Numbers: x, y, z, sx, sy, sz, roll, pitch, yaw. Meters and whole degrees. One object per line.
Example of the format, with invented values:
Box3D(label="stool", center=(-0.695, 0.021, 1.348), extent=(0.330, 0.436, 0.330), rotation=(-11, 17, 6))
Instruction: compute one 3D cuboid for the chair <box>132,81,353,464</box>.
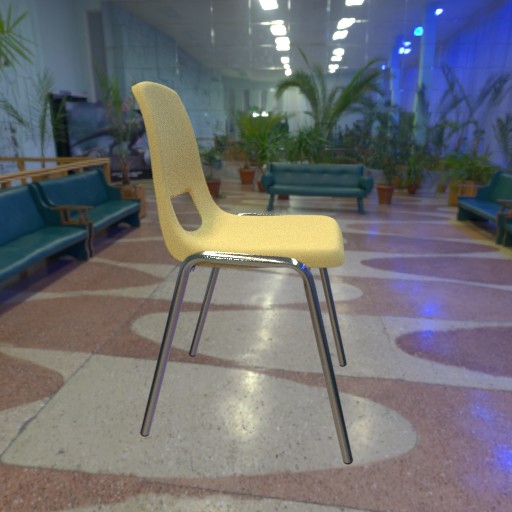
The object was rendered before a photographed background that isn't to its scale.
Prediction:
Box3D(label="chair", center=(0.000, 0.000, 0.956), extent=(0.436, 0.704, 0.381), rotation=(3, 17, 9))
